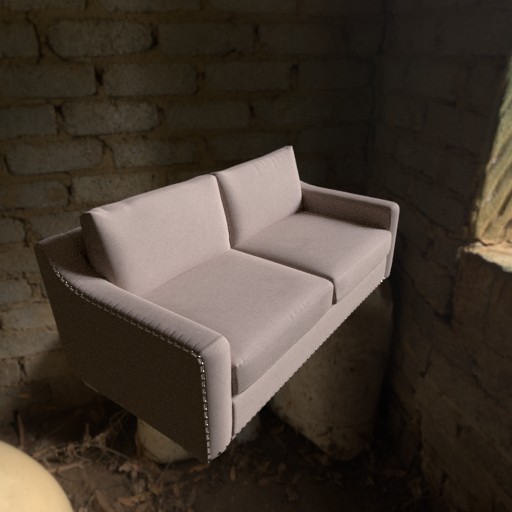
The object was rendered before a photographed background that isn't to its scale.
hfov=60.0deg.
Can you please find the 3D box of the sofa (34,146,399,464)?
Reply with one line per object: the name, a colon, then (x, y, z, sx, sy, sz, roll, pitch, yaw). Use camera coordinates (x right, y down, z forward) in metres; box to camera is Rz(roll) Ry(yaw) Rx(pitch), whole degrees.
sofa: (0.000, 0.000, 2.534, 1.030, 0.901, 1.967, 17, 31, 32)
